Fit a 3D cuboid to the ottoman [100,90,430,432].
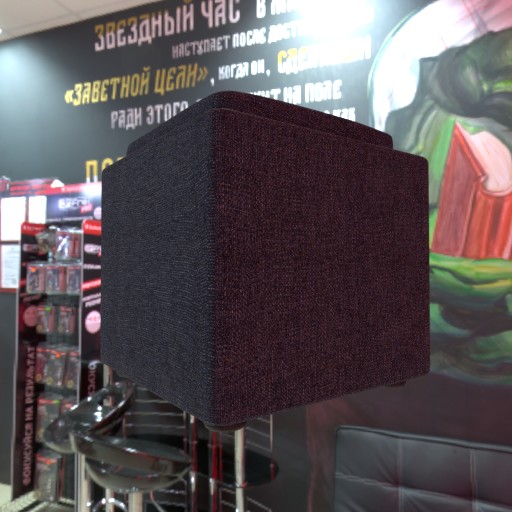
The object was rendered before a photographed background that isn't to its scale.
[{"bbox_3d":[0.000,0.000,0.833,0.450,0.460,0.450,1,-1,-36],"label":"ottoman"}]
